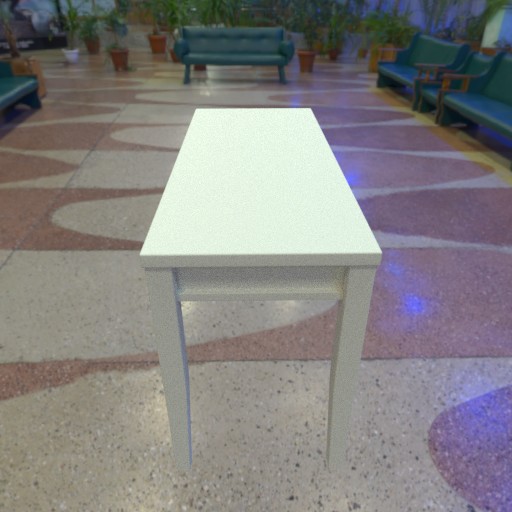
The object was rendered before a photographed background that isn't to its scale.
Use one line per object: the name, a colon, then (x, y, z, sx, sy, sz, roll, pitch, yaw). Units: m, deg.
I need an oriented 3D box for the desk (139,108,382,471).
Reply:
desk: (0.000, 0.000, 1.643, 0.508, 0.775, 1.220, -1, 32, -1)
